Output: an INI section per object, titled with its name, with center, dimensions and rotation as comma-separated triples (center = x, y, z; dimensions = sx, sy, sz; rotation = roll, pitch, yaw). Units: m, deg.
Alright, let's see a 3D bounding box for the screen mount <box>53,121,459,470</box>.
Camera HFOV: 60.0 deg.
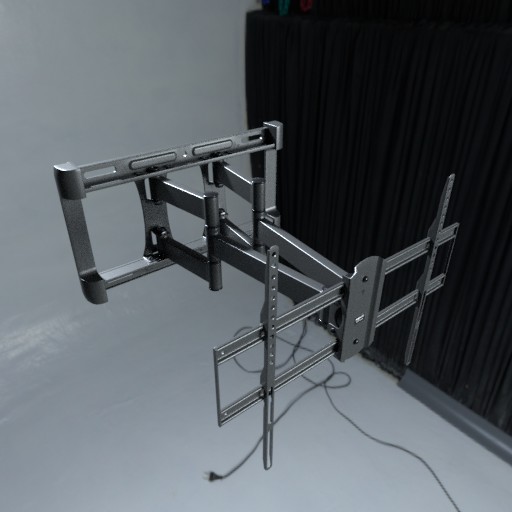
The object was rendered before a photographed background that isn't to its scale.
[screen mount]
center = 0.000, 0.000, 1.059
dimensions = 0.661, 0.491, 0.644
rotation = -22, 37, -32
